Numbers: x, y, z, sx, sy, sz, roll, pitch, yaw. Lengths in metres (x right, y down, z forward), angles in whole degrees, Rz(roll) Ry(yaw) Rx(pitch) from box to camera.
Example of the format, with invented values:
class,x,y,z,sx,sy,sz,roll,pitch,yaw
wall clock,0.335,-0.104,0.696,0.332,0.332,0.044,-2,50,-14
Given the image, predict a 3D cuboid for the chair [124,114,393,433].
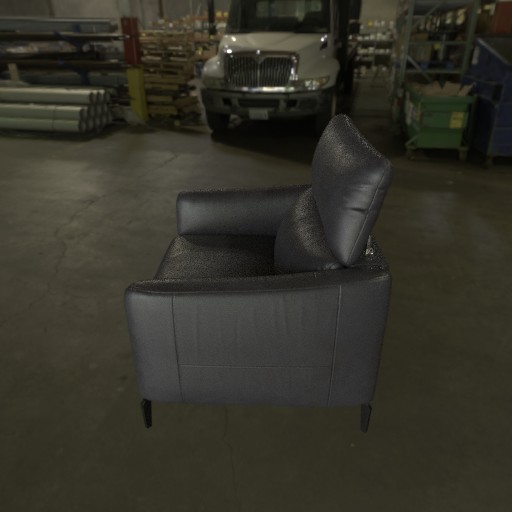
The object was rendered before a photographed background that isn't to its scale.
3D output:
class,x,y,z,sx,sy,sz,roll,pitch,yaw
chair,0.000,0.000,1.713,0.809,0.949,0.976,1,27,1
